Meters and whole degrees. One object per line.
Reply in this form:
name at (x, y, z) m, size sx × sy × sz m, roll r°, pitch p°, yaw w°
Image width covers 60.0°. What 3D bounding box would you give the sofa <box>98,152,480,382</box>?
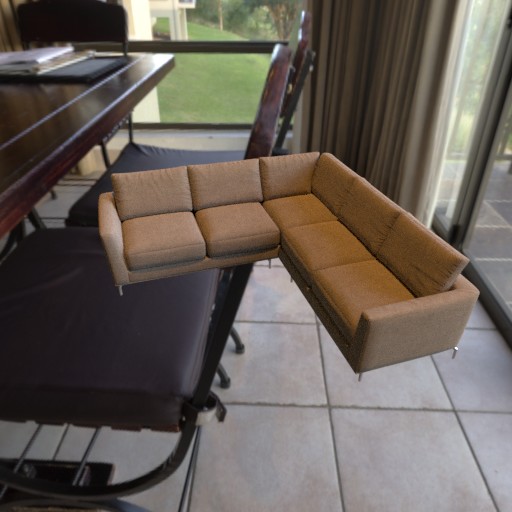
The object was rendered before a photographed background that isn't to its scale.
sofa at (0.000, 0.000, 3.709) m, size 2.438 × 0.864 × 2.438 m, roll -10°, pitch 34°, yaw -15°
